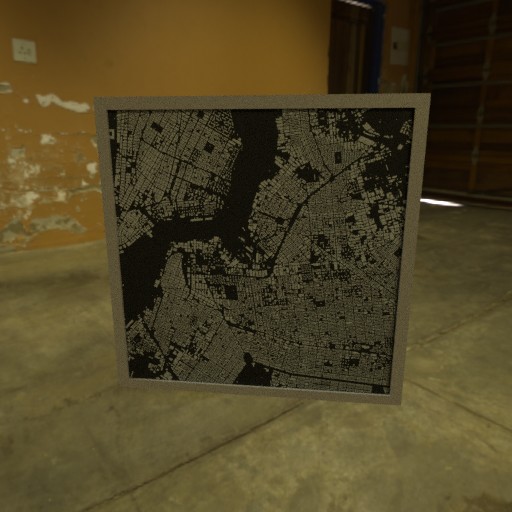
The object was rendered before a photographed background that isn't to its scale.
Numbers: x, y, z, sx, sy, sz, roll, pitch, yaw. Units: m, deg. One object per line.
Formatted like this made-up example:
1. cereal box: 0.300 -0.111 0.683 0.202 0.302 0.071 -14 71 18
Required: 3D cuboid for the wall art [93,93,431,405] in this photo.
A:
1. wall art: 0.000 0.000 0.743 0.506 0.506 0.038 2 15 7
